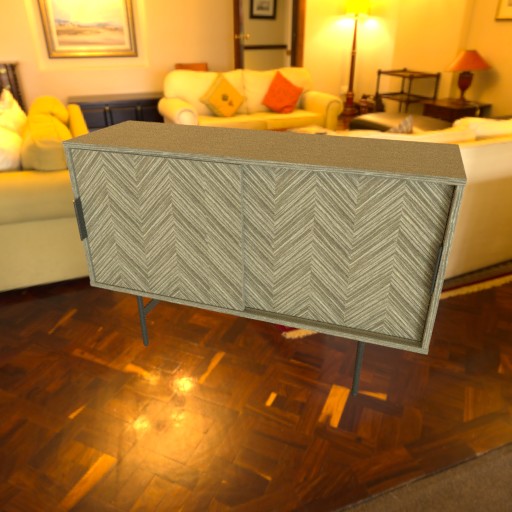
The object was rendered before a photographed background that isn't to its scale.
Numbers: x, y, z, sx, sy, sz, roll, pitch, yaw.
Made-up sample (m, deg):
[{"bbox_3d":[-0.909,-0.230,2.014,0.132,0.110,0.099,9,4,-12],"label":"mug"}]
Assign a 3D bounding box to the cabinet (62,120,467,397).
[{"bbox_3d":[0.000,0.000,1.563,1.194,0.787,0.405,9,29,17],"label":"cabinet"}]
